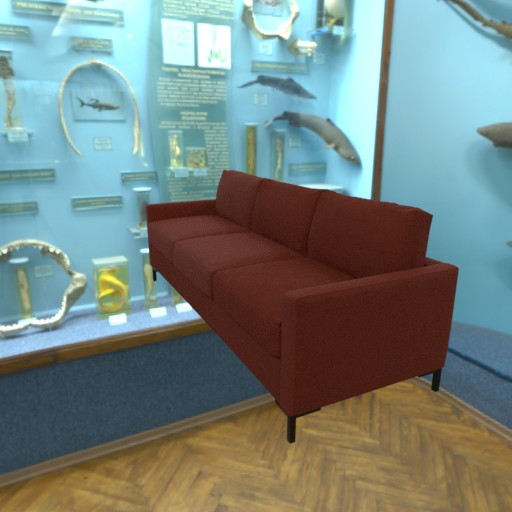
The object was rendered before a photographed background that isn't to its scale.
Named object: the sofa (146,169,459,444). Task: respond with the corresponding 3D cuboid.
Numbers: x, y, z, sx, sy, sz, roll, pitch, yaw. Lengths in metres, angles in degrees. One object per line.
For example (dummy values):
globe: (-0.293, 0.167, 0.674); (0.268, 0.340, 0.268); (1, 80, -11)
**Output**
sofa: (0.000, 0.000, 2.732); (0.875, 0.879, 2.252); (-8, 18, -25)
